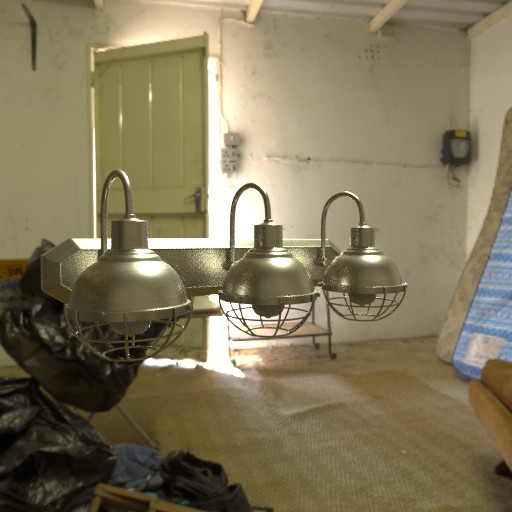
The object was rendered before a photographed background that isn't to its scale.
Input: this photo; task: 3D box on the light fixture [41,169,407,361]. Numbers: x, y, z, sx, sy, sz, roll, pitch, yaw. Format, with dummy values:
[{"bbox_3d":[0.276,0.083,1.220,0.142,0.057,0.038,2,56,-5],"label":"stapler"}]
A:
[{"bbox_3d":[0.000,0.000,0.761,0.634,0.254,0.229,-1,2,-37],"label":"light fixture"}]
